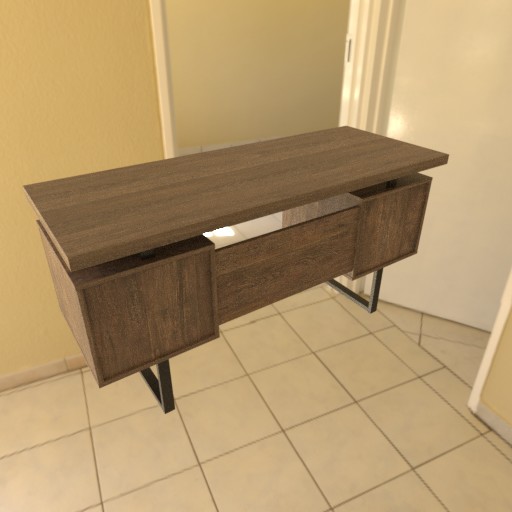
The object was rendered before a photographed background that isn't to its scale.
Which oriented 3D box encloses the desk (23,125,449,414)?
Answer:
[{"bbox_3d":[0.000,0.000,1.861,1.524,0.760,0.600,-19,35,-29],"label":"desk"}]
